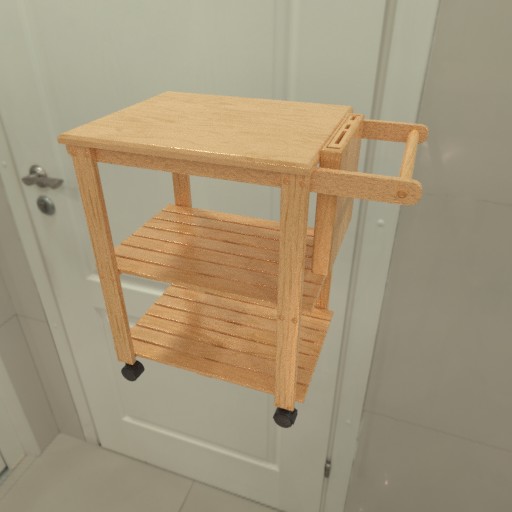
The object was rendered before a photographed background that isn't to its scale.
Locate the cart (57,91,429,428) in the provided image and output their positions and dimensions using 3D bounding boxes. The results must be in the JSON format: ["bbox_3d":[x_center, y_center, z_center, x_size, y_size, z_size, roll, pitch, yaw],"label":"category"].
[{"bbox_3d":[0.000,0.000,1.343,0.843,0.816,0.520,11,33,17],"label":"cart"}]
